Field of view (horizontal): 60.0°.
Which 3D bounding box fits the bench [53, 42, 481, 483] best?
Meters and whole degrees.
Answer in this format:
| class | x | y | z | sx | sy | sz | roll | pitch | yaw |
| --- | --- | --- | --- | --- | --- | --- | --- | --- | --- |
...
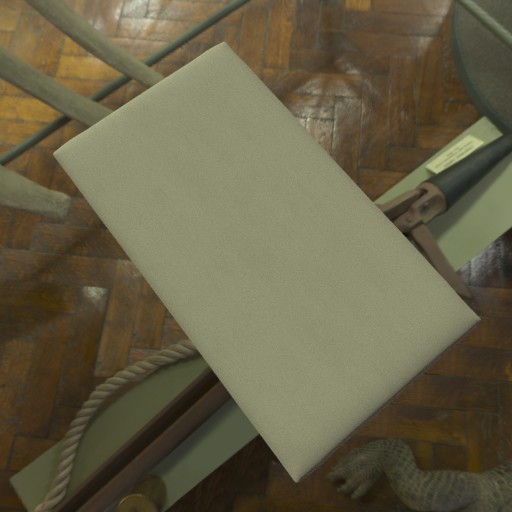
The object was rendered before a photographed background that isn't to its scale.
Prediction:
| class | x | y | z | sx | sy | sz | roll | pitch | yaw |
| --- | --- | --- | --- | --- | --- | --- | --- | --- | --- |
| bench | 0.000 | 0.000 | 1.154 | 0.500 | 0.449 | 0.887 | -37 | 78 | -9 |
